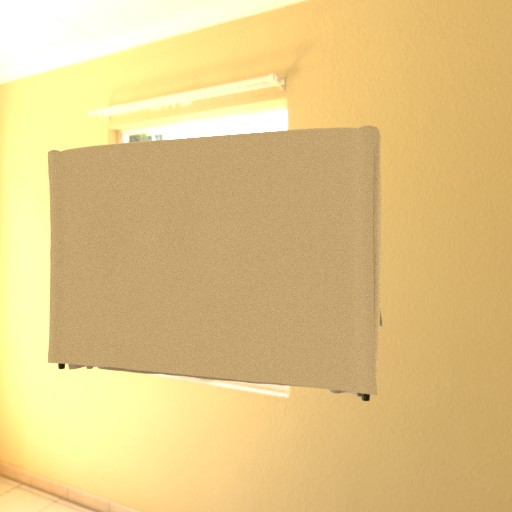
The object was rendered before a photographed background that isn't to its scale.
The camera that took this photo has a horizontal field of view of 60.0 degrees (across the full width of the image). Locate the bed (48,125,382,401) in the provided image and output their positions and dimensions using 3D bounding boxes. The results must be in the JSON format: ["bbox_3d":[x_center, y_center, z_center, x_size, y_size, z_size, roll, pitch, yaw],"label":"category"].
[{"bbox_3d":[0.000,0.000,3.431,1.925,1.332,2.276,1,2,18],"label":"bed"}]
